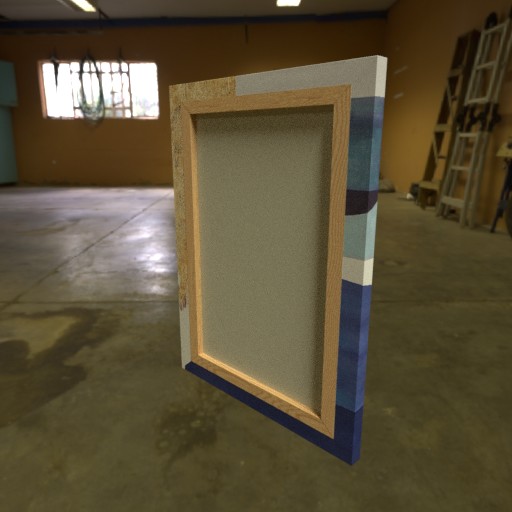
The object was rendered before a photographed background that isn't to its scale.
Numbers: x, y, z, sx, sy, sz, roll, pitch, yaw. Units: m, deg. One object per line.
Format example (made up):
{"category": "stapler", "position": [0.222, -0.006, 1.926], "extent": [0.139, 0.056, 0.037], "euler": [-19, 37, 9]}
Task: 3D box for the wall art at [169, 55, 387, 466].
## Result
{"category": "wall art", "position": [0.000, 0.000, 0.803], "extent": [0.458, 0.613, 0.026], "euler": [14, 20, 43]}
